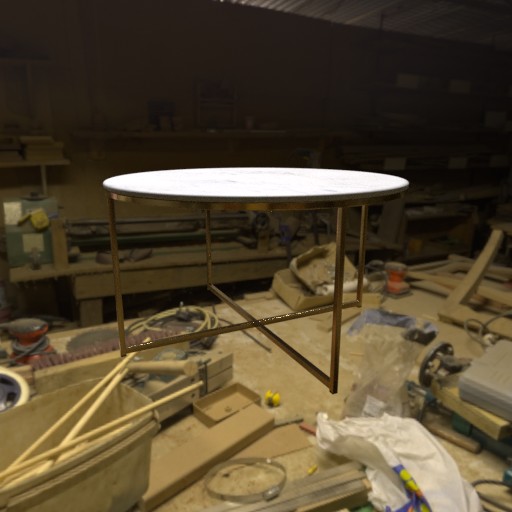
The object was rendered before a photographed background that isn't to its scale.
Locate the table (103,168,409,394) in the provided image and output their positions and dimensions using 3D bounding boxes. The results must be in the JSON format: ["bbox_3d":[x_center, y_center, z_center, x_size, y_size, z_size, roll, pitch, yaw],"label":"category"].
[{"bbox_3d":[0.000,0.000,1.277,0.800,0.450,0.800,0,15,0],"label":"table"}]
